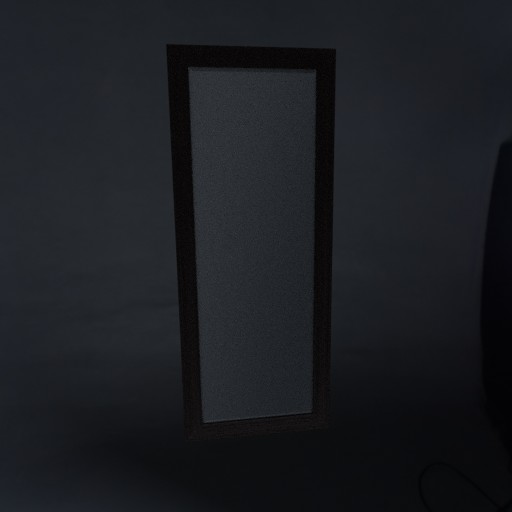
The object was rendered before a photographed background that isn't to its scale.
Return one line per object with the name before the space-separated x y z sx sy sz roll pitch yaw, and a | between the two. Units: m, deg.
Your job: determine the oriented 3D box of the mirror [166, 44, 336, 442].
mirror | 0.000 0.000 2.301 0.812 2.020 0.221 -2 16 -8
